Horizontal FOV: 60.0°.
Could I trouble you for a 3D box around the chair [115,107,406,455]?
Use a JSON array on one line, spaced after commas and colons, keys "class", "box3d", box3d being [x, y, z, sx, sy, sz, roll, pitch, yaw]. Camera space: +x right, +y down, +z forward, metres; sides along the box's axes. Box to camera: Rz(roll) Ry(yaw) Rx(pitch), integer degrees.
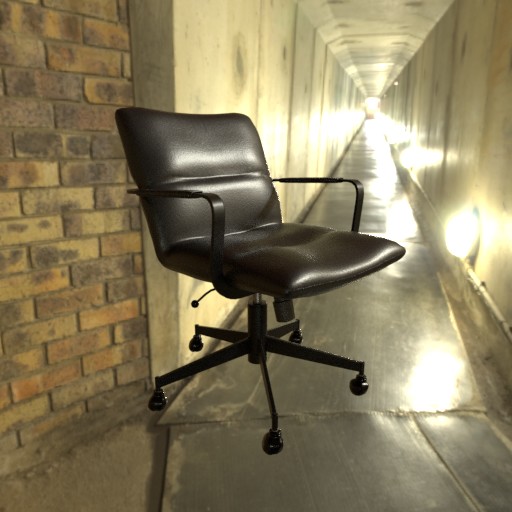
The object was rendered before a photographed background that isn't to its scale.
[{"class": "chair", "box3d": [0.000, 0.000, 1.420, 0.719, 0.922, 0.748, -14, 20, -42]}]
